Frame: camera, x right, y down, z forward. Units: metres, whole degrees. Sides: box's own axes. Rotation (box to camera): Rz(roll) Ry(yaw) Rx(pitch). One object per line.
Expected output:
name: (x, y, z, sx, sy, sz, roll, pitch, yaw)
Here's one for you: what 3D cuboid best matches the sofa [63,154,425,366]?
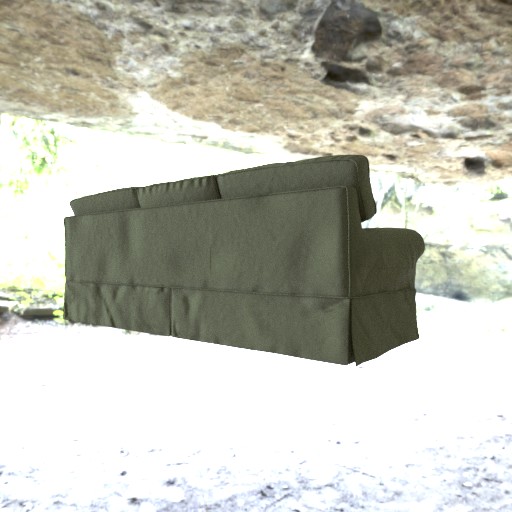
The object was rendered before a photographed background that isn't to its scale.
sofa: (0.000, 0.000, 3.311, 2.475, 0.978, 1.733, 0, 0, 38)
